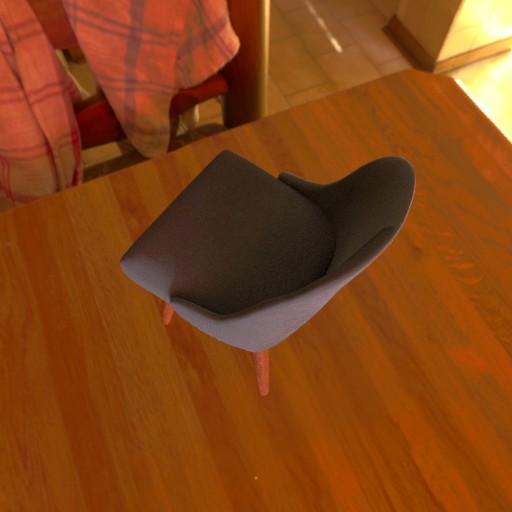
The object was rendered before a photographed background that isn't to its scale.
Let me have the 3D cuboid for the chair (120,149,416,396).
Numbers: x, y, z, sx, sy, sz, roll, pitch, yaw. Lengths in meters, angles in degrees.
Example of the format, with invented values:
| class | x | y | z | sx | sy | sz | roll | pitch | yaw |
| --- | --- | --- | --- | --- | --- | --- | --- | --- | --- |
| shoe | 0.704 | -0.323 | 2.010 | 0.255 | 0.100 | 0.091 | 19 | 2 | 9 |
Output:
| class | x | y | z | sx | sy | sz | roll | pitch | yaw |
| --- | --- | --- | --- | --- | --- | --- | --- | --- | --- |
| chair | 0.000 | 0.000 | 1.207 | 0.589 | 0.882 | 0.503 | 32 | 68 | 15 |
